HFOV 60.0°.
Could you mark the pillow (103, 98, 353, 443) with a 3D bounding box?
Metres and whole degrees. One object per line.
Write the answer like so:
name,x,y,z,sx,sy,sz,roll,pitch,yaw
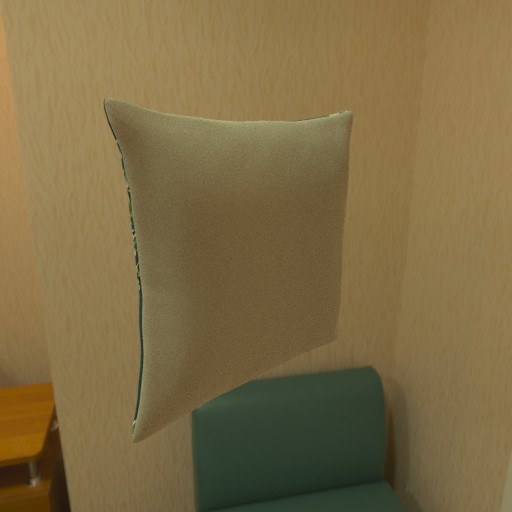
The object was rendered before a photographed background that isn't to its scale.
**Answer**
pillow,0.000,0.000,0.790,0.525,0.508,0.166,-15,22,-42
